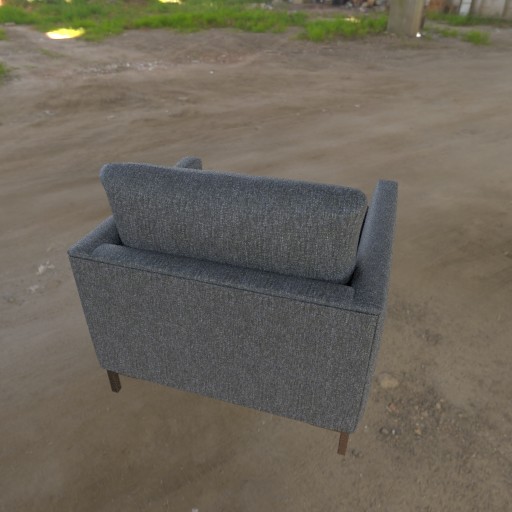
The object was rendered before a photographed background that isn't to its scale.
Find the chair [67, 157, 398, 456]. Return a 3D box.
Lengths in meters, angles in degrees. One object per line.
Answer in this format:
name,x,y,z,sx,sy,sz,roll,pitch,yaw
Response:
chair,0.000,0.000,1.656,0.963,0.861,0.866,10,34,15
